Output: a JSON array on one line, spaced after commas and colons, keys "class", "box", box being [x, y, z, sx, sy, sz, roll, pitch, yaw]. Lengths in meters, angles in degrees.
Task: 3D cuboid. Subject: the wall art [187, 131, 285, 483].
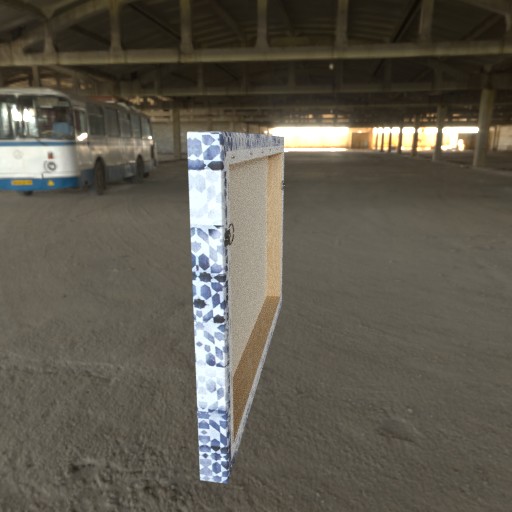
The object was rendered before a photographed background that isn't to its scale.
[{"class": "wall art", "box": [0.000, 0.000, 1.154, 0.057, 0.608, 0.911, 2, 15, 9]}]
